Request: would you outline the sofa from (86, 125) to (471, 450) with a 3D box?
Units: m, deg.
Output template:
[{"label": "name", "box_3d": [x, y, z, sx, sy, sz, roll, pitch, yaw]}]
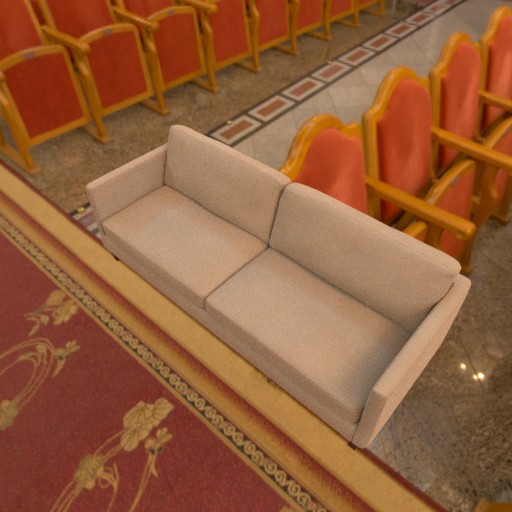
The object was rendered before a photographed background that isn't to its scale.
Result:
[{"label": "sofa", "box_3d": [0.000, 0.000, 2.936, 2.404, 0.912, 0.988, 32, 53, 28]}]
